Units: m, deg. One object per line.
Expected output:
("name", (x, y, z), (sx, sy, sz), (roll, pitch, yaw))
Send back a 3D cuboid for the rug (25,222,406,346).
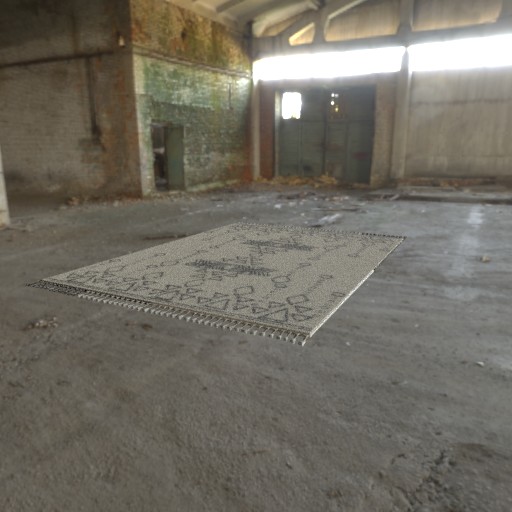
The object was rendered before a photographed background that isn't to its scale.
("rug", (0.000, 0.000, 3.015), (1.600, 0.013, 2.312), (7, 15, 27))
